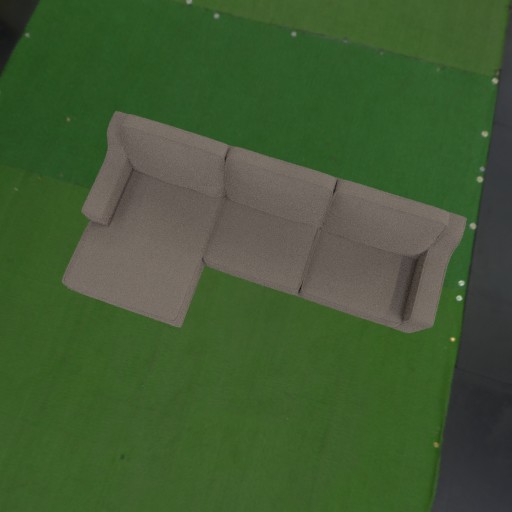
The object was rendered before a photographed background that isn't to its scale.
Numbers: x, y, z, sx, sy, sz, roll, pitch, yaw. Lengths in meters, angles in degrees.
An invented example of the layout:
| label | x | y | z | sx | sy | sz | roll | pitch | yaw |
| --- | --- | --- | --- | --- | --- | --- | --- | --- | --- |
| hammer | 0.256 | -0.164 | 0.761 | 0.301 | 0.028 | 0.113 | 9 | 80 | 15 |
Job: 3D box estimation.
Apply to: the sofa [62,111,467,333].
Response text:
| label | x | y | z | sx | sy | sz | roll | pitch | yaw |
| --- | --- | --- | --- | --- | --- | --- | --- | --- | --- |
| sofa | 0.000 | 0.000 | 3.188 | 2.561 | 0.928 | 1.294 | 18 | 76 | 5 |
